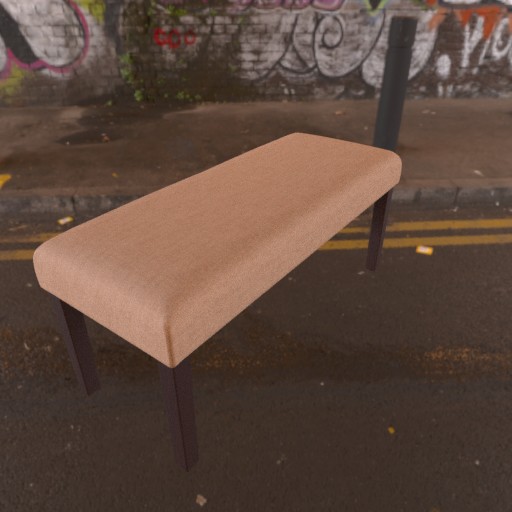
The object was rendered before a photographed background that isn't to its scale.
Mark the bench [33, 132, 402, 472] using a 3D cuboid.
[{"bbox_3d":[0.000,0.000,1.241,0.407,0.456,1.013,21,38,30],"label":"bench"}]
